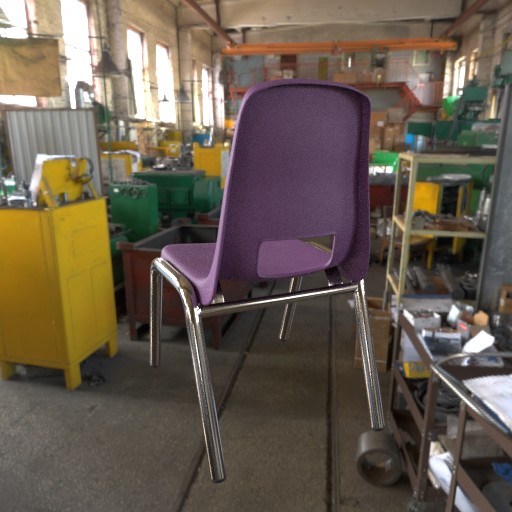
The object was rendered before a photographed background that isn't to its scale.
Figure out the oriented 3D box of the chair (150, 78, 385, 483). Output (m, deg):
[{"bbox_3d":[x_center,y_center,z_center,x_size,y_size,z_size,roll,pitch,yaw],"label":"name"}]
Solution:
[{"bbox_3d":[0.000,0.000,0.837,0.356,0.584,0.419,-7,16,-23],"label":"chair"}]
